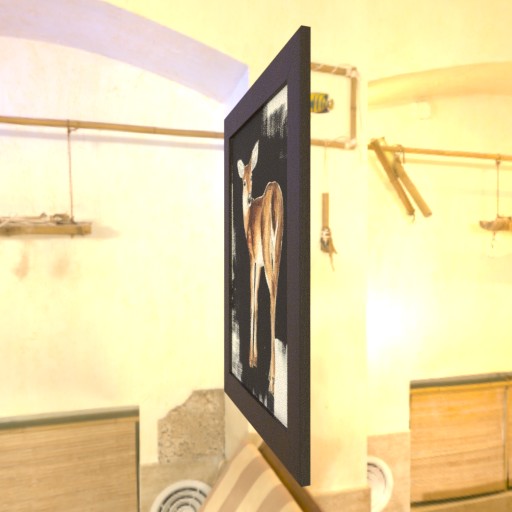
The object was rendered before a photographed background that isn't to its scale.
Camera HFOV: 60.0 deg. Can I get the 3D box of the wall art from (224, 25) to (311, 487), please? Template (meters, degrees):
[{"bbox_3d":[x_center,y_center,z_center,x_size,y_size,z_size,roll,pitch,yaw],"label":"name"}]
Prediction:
[{"bbox_3d":[0.000,0.000,0.659,0.013,0.508,0.359,0,0,-18],"label":"wall art"}]
